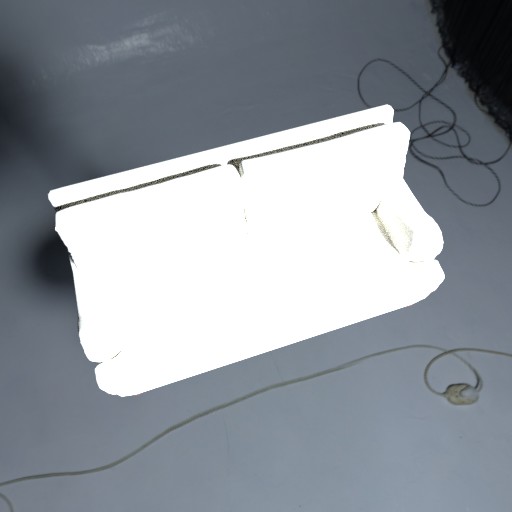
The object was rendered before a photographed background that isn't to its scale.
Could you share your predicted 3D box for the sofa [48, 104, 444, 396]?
[{"bbox_3d":[0.000,0.000,2.764,2.159,1.087,1.086,-16,65,-8],"label":"sofa"}]
